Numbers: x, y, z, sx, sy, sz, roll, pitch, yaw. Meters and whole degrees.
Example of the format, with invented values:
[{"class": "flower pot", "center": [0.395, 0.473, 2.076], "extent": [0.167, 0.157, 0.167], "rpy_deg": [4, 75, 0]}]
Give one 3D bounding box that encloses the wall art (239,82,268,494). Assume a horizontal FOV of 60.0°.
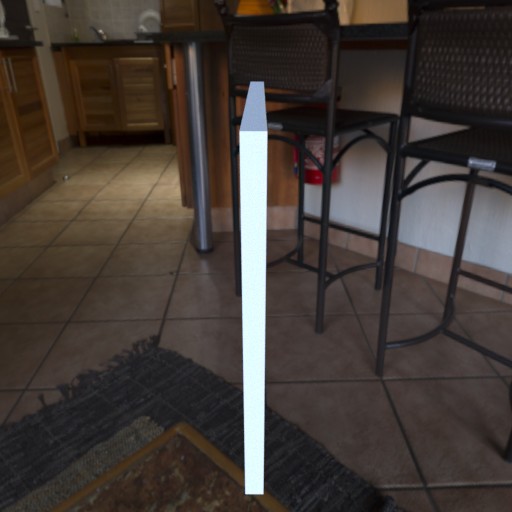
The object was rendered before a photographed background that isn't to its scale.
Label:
[{"class": "wall art", "center": [0.000, 0.000, 0.669], "extent": [0.023, 0.453, 0.455], "rpy_deg": [0, 26, 0]}]
